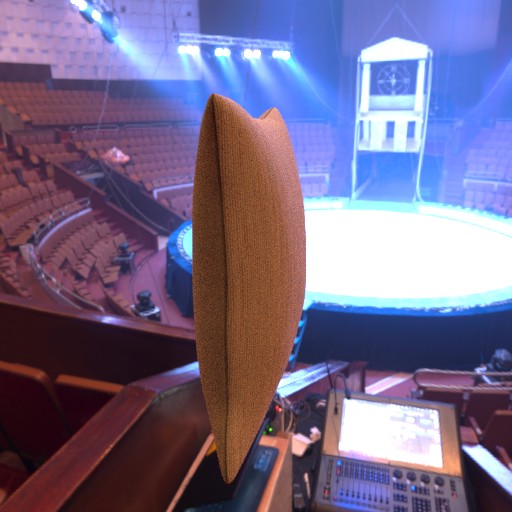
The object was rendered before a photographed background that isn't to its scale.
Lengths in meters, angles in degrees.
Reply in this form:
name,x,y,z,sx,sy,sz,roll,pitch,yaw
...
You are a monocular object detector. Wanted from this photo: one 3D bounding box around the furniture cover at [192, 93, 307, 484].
name,x,y,z,sx,sy,sz,roll,pitch,yaw
furniture cover,0.000,0.000,0.773,0.178,0.506,0.512,3,17,9
